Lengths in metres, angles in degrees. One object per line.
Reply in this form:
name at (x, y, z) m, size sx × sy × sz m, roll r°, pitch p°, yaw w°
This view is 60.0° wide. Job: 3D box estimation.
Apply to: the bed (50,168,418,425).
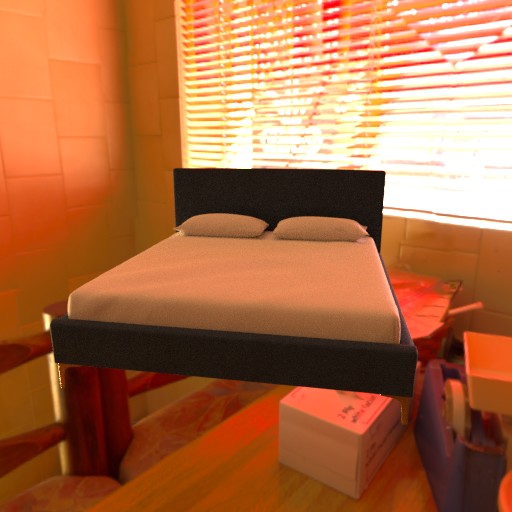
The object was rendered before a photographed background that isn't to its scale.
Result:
bed at (0.000, 0.000, 3.457) m, size 2.096 × 1.231 × 2.232 m, roll 3°, pitch 15°, yaw 10°
